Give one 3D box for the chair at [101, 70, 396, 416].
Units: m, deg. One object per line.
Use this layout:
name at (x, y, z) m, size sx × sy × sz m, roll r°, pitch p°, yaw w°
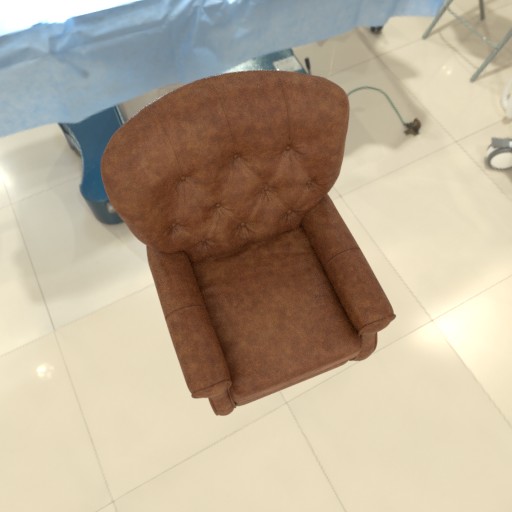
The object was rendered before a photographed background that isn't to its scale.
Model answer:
chair at (0.000, 0.000, 1.914) m, size 0.951 × 1.164 × 1.059 m, roll -19°, pitch 65°, yaw -9°
